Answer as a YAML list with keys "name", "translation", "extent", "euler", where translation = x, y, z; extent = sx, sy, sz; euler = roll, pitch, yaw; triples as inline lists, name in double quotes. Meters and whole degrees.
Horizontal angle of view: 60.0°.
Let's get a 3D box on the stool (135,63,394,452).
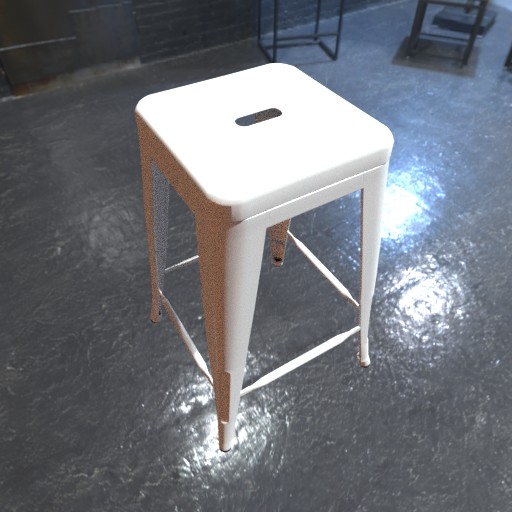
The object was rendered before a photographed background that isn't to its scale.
- name: "stool"
  translation: [0.000, 0.000, 0.889]
  extent: [0.406, 0.610, 0.406]
  euler: [-24, 51, -21]
